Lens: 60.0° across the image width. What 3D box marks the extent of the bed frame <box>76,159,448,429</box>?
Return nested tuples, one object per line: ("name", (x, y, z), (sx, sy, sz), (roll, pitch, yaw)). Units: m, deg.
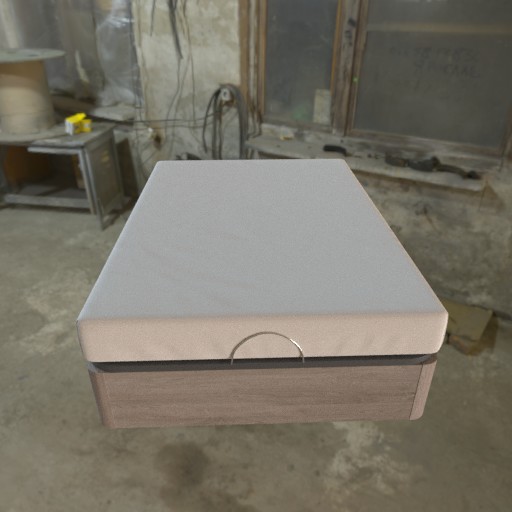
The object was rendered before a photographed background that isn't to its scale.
("bed frame", (0.000, 0.000, 2.549), (1.400, 0.561, 1.900), (-1, 30, -2))
